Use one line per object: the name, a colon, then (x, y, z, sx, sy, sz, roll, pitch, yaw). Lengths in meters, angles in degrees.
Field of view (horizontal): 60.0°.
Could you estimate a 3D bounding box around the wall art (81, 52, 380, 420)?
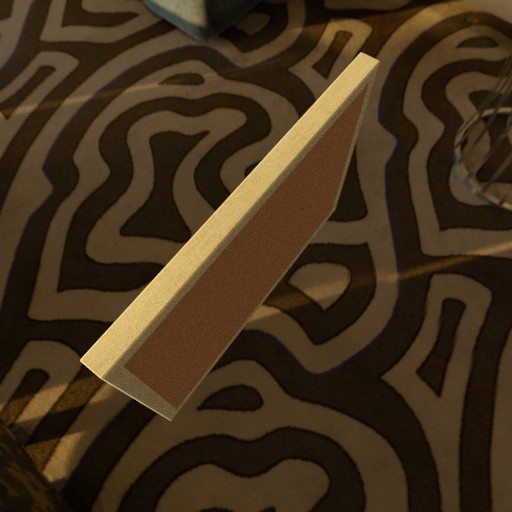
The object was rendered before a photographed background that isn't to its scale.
wall art: (0.000, 0.000, 0.690, 0.032, 0.381, 0.533, 34, 69, 15)
